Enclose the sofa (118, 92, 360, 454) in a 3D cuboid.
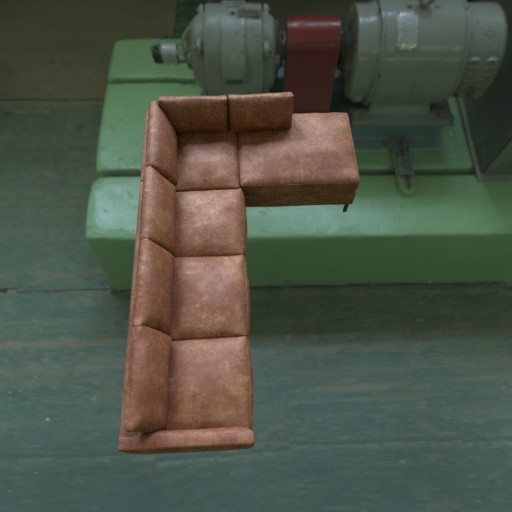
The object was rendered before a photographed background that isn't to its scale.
[{"bbox_3d":[0.000,0.000,3.739,1.938,0.877,2.984,-2,64,-1],"label":"sofa"}]
